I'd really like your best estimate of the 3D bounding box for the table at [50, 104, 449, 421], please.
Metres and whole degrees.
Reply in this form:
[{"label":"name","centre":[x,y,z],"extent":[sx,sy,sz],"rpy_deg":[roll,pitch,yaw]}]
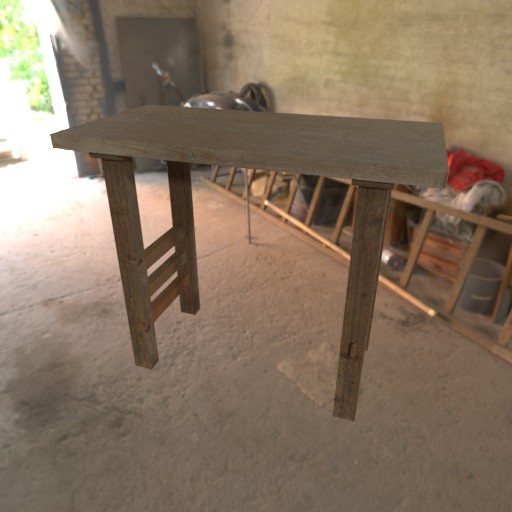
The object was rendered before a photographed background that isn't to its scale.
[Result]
[{"label":"table","centre":[0.000,0.000,1.613],"extent":[1.119,0.914,0.556],"rpy_deg":[9,29,17]}]
